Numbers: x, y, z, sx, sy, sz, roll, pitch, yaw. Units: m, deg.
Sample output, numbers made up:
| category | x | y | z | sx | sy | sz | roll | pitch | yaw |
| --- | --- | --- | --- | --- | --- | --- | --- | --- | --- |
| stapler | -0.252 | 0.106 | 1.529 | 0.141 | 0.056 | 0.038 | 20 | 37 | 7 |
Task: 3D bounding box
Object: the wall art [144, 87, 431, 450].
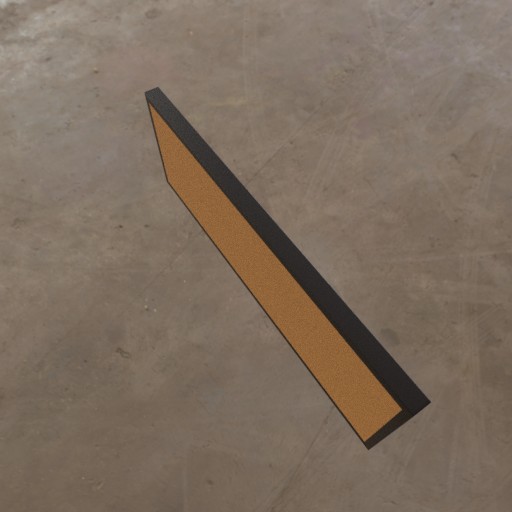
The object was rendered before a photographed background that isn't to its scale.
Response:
| category | x | y | z | sx | sy | sz | roll | pitch | yaw |
| --- | --- | --- | --- | --- | --- | --- | --- | --- | --- |
| wall art | 0.000 | 0.000 | 0.958 | 0.037 | 0.303 | 0.860 | -30 | 63 | -17 |
